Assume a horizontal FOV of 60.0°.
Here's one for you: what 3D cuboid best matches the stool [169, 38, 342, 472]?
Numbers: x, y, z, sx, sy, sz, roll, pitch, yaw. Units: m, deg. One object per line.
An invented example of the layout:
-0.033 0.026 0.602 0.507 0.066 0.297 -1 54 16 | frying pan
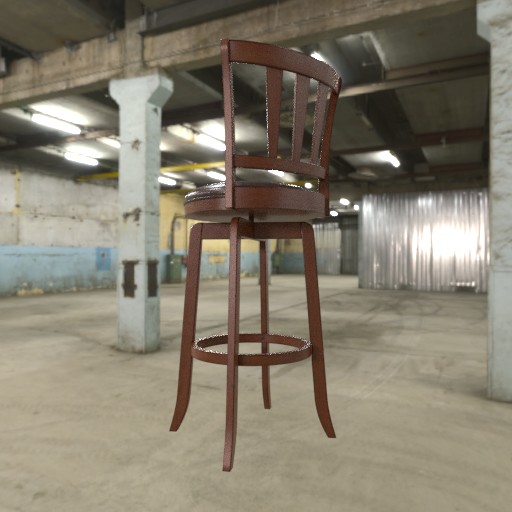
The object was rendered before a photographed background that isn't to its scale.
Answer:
0.000 0.000 1.457 0.464 1.177 0.503 1 -1 -35 | stool
